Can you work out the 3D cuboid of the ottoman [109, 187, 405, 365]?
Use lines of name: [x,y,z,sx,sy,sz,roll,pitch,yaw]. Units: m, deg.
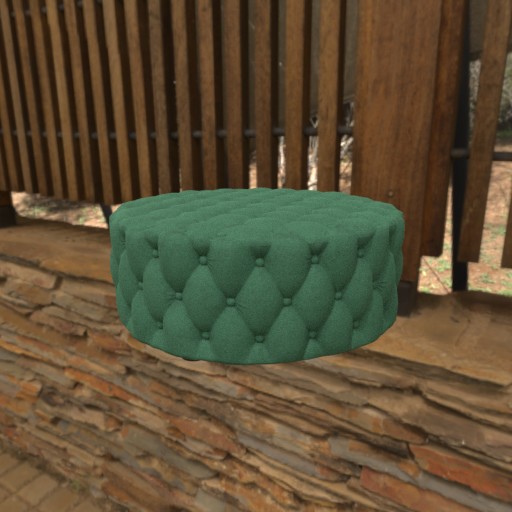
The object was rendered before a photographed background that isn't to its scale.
ottoman: [0.000,0.000,1.585,0.998,0.399,0.998,0,15,0]
